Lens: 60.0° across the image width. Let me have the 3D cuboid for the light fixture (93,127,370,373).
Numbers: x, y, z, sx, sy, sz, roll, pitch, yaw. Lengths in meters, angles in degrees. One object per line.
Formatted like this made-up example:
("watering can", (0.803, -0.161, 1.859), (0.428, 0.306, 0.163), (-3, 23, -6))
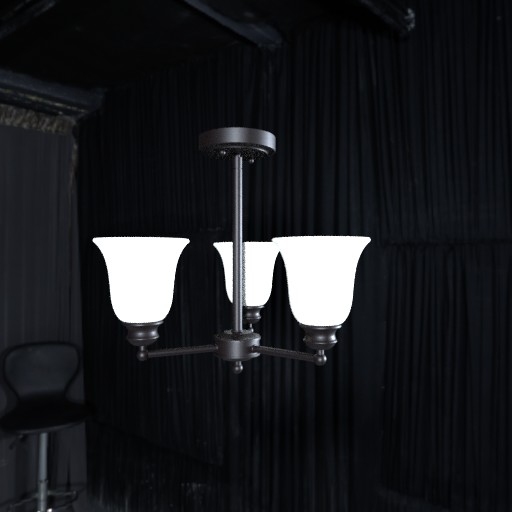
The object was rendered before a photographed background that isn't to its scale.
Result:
("light fixture", (0.000, 0.000, 0.677), (0.354, 0.370, 0.388), (0, 0, 36))
